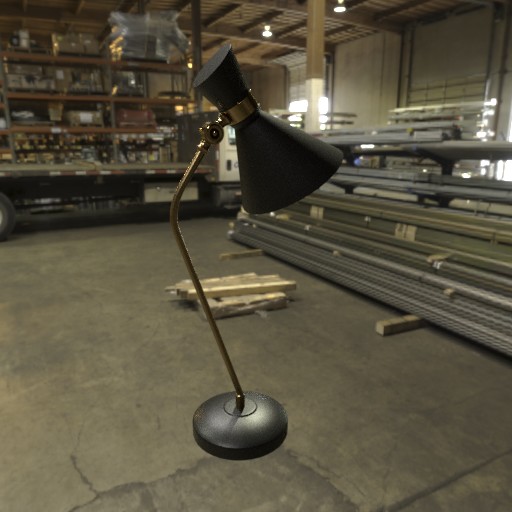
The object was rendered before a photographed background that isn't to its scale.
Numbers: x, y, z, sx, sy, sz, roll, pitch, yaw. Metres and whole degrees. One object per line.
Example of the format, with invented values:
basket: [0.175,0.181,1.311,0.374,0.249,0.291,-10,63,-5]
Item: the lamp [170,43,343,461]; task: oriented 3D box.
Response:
lamp: [0.000,0.000,0.749,0.292,0.647,0.189,-8,16,-27]
